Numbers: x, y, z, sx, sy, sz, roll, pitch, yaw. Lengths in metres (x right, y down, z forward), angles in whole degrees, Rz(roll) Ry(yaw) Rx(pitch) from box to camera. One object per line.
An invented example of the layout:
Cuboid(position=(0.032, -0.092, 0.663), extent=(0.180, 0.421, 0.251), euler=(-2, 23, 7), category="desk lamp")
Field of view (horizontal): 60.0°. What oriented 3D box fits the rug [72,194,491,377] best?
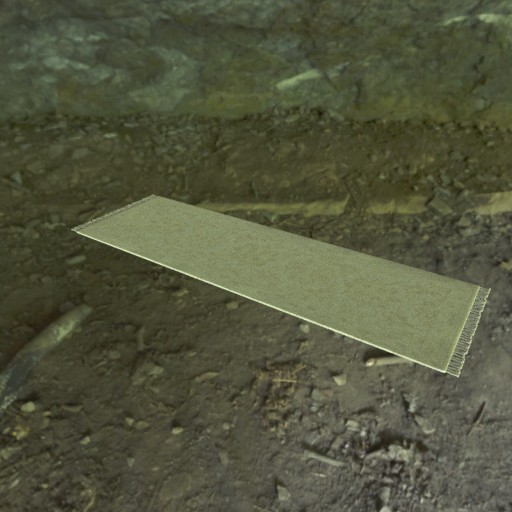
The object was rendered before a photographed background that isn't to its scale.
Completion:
Cuboid(position=(0.000, 0.000, 2.743), extent=(2.544, 0.015, 0.795), euler=(18, 34, 29), category="rug")
